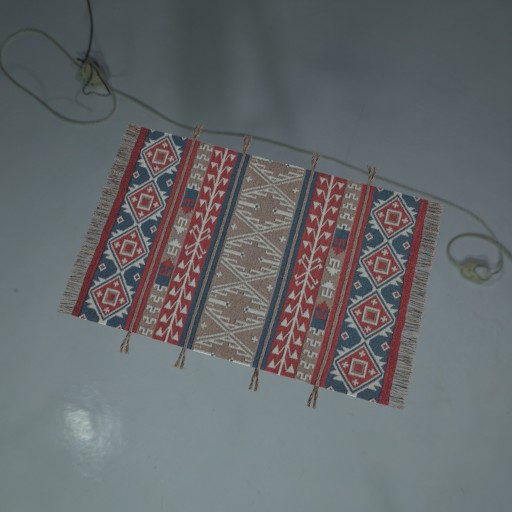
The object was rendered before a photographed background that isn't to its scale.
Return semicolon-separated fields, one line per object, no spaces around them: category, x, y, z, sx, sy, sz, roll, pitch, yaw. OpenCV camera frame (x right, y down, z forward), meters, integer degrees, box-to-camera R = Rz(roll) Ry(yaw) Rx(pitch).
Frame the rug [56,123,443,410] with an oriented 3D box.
rug;0.000;0.000;2.587;2.025;0.040;1.469;15;77;4
